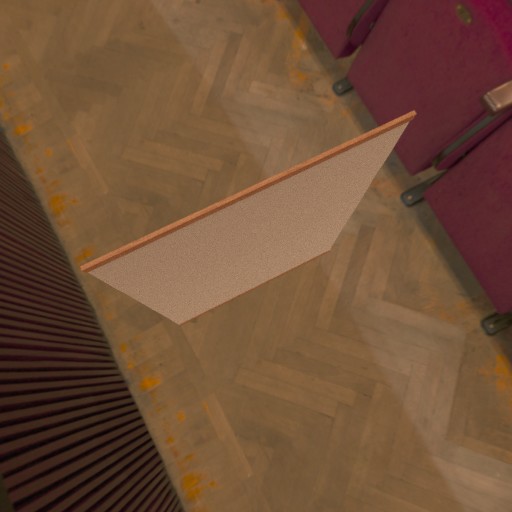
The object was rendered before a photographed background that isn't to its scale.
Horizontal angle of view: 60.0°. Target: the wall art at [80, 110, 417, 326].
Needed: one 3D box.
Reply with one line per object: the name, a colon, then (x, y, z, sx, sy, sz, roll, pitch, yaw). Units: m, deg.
wall art: (0.000, 0.000, 1.943, 1.019, 1.527, 0.019, -26, 77, -6)
